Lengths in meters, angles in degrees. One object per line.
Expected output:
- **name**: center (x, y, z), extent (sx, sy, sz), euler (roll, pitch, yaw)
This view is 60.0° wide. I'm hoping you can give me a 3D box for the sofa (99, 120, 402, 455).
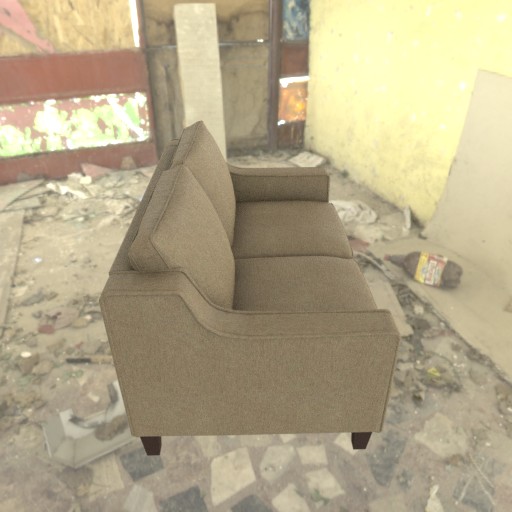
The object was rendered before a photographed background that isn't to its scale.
- **sofa**: center (0.000, 0.000, 2.137), extent (0.985, 0.981, 1.503), euler (-1, 32, -1)
